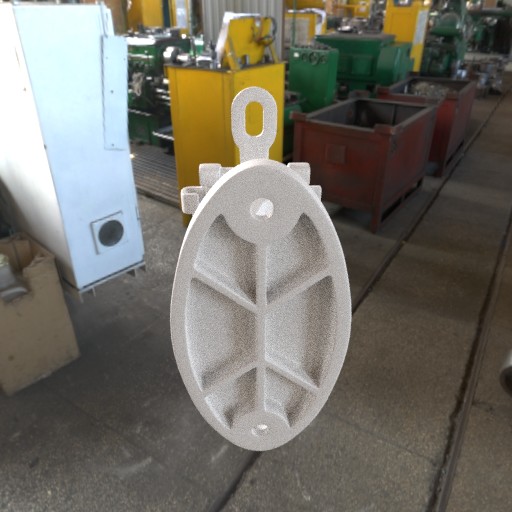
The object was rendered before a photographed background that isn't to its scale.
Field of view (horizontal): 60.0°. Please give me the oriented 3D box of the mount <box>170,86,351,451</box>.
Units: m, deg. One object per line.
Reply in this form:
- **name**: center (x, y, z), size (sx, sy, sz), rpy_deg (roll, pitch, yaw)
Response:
- **mount**: center (0.000, 0.000, 0.174), size (0.066, 0.118, 0.100), rpy_deg (-1, 31, -2)
